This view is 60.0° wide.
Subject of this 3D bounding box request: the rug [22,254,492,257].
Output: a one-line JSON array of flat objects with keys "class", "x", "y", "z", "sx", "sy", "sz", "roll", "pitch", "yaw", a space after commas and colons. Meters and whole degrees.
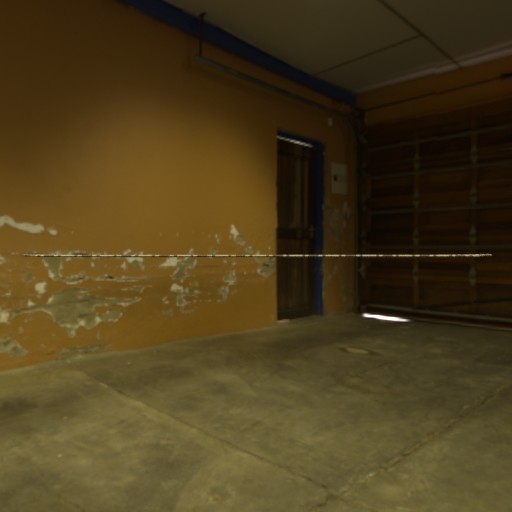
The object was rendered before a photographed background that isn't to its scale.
[{"class": "rug", "x": 0.000, "y": 0.000, "z": 3.030, "sx": 2.425, "sy": 0.014, "sz": 1.563, "roll": 0, "pitch": 0, "yaw": 1}]
